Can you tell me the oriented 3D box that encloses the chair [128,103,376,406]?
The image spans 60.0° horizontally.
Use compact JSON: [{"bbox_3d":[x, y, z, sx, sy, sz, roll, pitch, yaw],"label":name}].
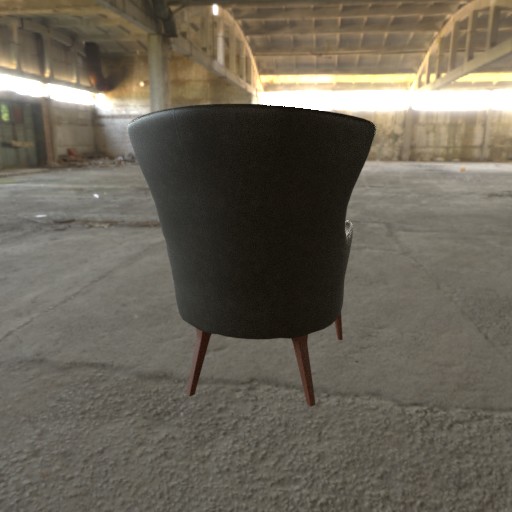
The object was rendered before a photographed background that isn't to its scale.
[{"bbox_3d":[0.000,0.000,1.748,0.819,1.068,0.954,2,15,8],"label":"chair"}]
